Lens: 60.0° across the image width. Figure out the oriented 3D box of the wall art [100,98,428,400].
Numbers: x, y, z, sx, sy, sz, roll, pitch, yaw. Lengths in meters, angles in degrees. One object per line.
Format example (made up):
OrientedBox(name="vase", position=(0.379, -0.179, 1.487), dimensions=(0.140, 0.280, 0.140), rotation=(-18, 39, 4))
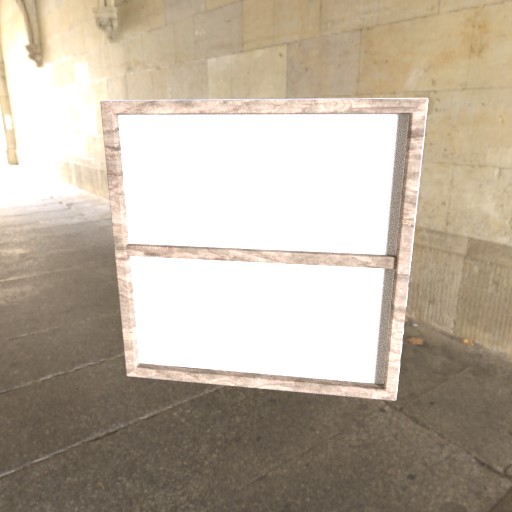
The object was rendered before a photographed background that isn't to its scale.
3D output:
OrientedBox(name="wall art", position=(0.000, 0.000, 1.120), dimensions=(0.747, 0.747, 0.035), rotation=(3, 17, 9))
